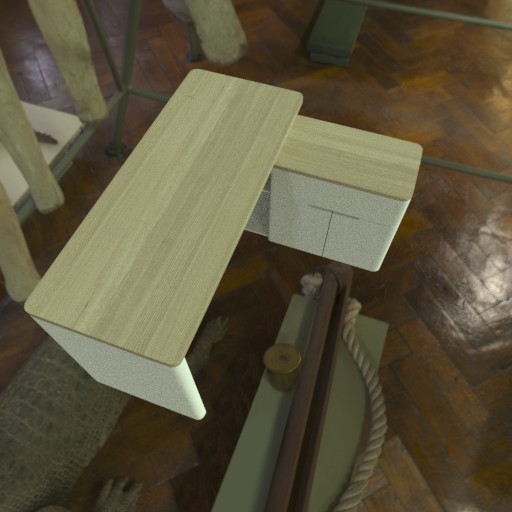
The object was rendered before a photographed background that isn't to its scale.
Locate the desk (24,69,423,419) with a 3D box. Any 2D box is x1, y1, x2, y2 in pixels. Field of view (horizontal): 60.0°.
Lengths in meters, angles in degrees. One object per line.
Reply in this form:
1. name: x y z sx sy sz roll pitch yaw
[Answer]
1. desk: 0.000 0.000 2.052 1.175 0.770 1.400 17 59 11
